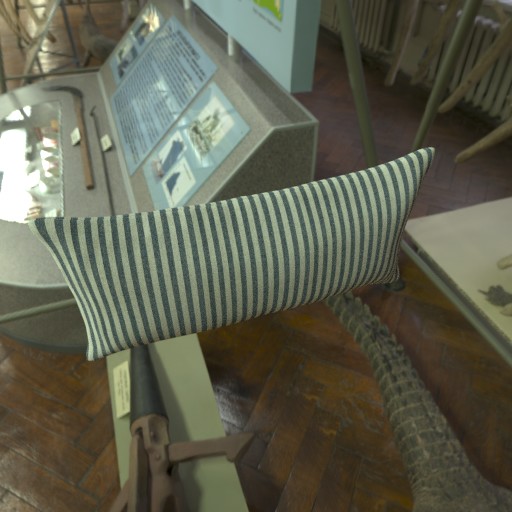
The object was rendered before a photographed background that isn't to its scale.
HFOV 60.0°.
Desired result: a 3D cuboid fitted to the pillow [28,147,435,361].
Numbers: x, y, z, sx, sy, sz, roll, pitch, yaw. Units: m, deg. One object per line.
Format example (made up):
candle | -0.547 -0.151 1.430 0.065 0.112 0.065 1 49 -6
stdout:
pillow | 0.000 0.000 0.737 0.617 0.295 0.151 -13 42 -15
